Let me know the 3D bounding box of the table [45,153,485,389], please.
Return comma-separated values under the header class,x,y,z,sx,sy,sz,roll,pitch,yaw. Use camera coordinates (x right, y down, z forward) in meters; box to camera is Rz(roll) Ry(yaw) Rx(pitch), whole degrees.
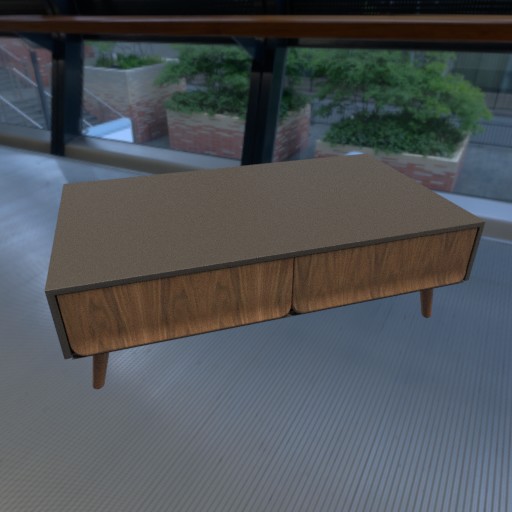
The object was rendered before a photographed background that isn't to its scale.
class,x,y,z,sx,sy,sz,roll,pitch,yaw
table,0.000,0.000,1.525,1.201,0.404,0.703,-9,31,-15
